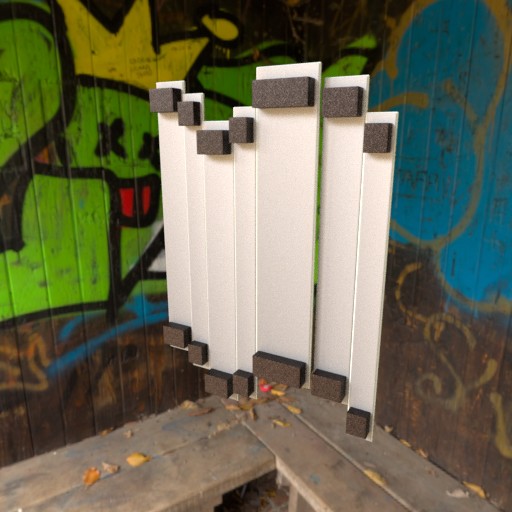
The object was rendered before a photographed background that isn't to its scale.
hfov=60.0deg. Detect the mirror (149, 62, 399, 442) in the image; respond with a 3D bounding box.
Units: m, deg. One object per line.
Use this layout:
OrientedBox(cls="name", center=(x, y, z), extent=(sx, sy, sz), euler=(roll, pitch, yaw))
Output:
OrientedBox(cls="mirror", center=(0.000, 0.000, 0.774), extent=(0.445, 0.611, 0.058), euler=(8, 17, 28))
